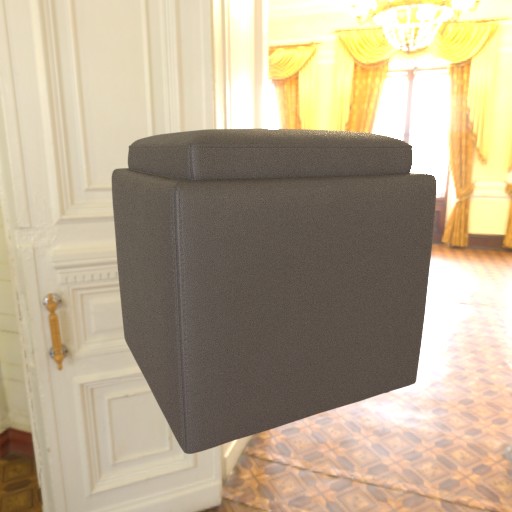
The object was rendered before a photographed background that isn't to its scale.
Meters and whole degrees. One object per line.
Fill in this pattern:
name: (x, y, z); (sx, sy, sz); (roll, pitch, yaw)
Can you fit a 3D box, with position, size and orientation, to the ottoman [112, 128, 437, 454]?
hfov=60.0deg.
ottoman: (0.000, 0.000, 0.838); (0.450, 0.460, 0.451); (-7, 15, -26)
